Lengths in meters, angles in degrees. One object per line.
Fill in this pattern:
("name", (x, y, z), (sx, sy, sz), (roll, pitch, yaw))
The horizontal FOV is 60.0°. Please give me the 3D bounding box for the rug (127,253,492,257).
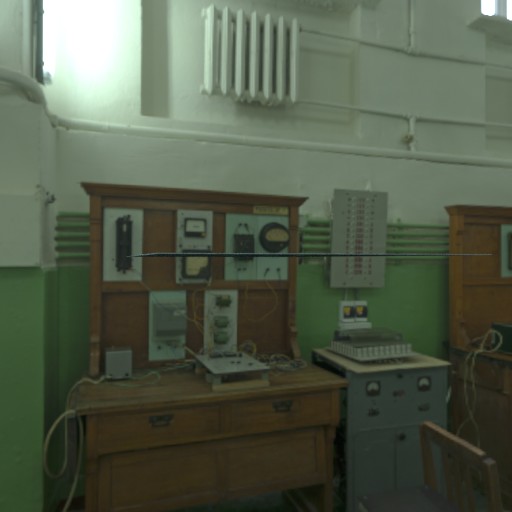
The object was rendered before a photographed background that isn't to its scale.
("rug", (0.000, 0.000, 2.293), (1.206, 0.003, 1.835), (0, 0, -19))
